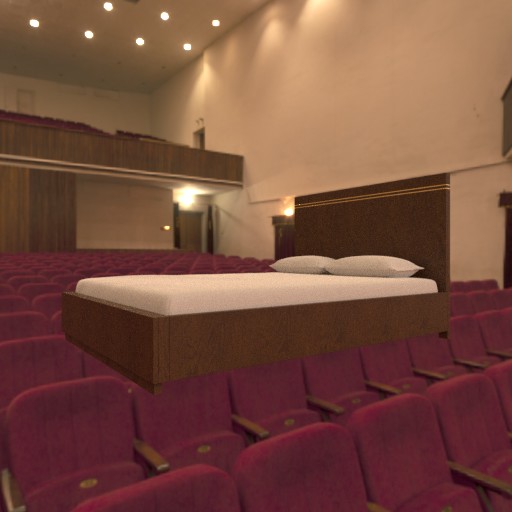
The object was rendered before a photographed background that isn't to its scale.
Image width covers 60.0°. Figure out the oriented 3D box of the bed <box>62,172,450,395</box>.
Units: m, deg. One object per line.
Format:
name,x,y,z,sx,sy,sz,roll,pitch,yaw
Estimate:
bed,0.000,0.000,3.130,2.221,1.169,1.613,0,0,-36
